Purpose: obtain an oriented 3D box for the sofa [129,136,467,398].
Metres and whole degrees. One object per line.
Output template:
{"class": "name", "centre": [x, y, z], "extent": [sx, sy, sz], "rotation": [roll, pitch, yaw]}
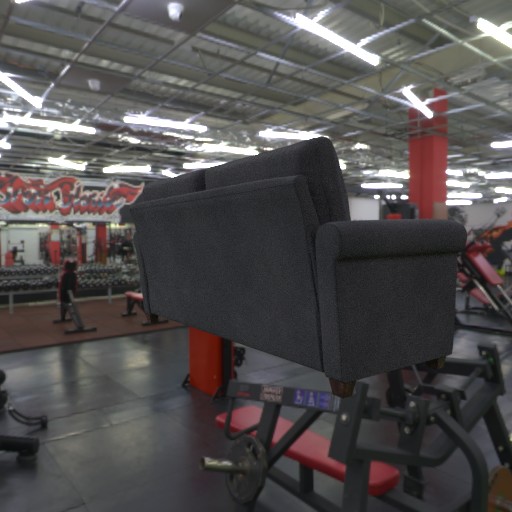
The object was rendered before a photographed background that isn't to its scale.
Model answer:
{"class": "sofa", "centre": [0.000, 0.000, 2.431], "extent": [0.842, 0.942, 1.935], "rotation": [-1, 3, -35]}
